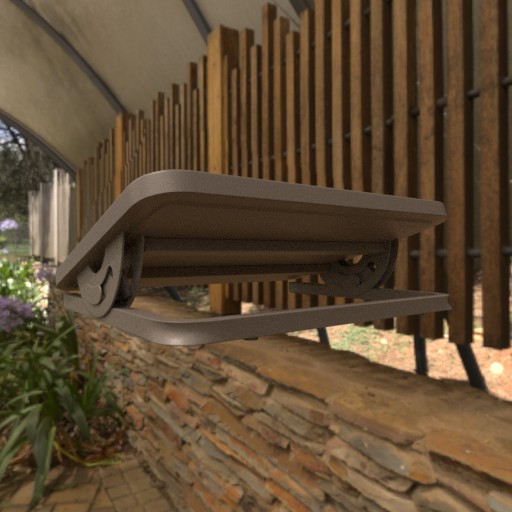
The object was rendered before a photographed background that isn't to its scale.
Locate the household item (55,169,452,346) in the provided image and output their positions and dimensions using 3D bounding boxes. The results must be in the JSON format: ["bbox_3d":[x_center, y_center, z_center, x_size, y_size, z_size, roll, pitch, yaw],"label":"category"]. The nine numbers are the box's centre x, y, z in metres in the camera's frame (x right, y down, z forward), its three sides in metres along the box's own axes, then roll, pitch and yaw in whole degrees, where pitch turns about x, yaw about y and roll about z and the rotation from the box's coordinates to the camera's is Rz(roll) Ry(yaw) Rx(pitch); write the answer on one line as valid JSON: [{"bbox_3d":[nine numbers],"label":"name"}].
[{"bbox_3d":[0.000,0.000,0.524,0.390,0.126,0.301,0,0,-37],"label":"household item"}]
